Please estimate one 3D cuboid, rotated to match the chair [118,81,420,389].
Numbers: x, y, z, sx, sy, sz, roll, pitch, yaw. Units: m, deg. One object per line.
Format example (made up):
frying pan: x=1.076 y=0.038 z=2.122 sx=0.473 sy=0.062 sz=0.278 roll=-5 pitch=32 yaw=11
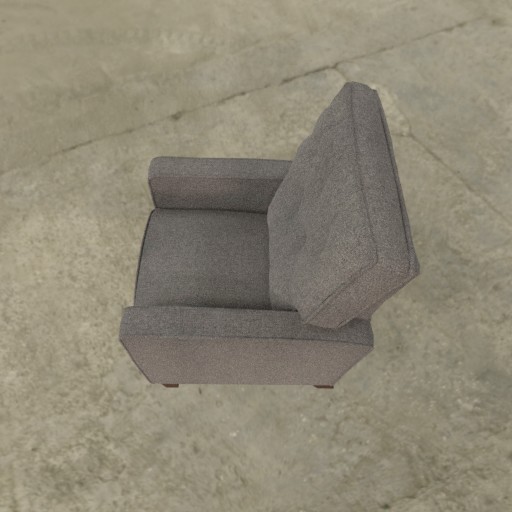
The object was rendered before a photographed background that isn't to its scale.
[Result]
chair: x=0.000 y=0.000 z=1.404 sx=0.775 sy=0.889 sz=0.650 roll=0 pitch=58 yaw=0
